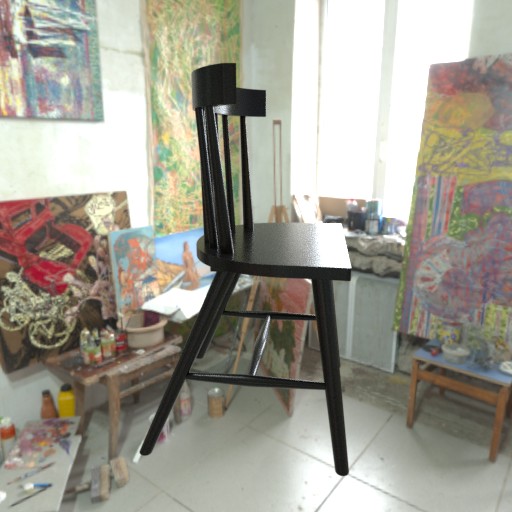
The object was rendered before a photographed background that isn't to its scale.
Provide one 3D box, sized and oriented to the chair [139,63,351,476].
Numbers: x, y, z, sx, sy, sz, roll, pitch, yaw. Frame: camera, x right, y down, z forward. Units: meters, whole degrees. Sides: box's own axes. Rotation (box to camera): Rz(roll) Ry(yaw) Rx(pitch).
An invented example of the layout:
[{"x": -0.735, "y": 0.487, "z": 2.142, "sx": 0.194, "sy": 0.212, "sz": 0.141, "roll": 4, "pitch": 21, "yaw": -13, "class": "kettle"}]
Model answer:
[{"x": 0.000, "y": 0.000, "z": 1.131, "sx": 0.483, "sy": 0.844, "sz": 0.506, "roll": 2, "pitch": 15, "yaw": 8, "class": "chair"}]
